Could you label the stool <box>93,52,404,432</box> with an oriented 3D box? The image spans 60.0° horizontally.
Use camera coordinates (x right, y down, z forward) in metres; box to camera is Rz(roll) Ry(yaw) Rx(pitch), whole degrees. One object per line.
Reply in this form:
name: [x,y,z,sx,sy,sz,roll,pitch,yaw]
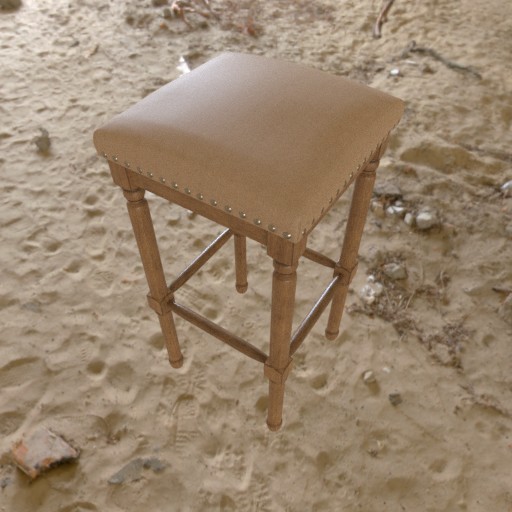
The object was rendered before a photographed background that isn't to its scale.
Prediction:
stool: [0.000,0.000,0.978,0.383,0.768,0.382,26,52,22]
